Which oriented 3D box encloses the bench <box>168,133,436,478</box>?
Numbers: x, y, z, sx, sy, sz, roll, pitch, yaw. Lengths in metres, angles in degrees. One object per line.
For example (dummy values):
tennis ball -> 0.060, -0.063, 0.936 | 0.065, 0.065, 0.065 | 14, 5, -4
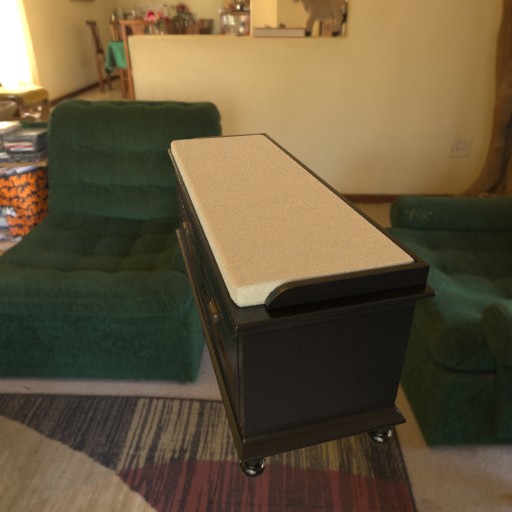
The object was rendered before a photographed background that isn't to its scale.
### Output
bench -> 0.000, 0.000, 1.414 | 0.402, 0.501, 1.185 | -8, 30, -14
